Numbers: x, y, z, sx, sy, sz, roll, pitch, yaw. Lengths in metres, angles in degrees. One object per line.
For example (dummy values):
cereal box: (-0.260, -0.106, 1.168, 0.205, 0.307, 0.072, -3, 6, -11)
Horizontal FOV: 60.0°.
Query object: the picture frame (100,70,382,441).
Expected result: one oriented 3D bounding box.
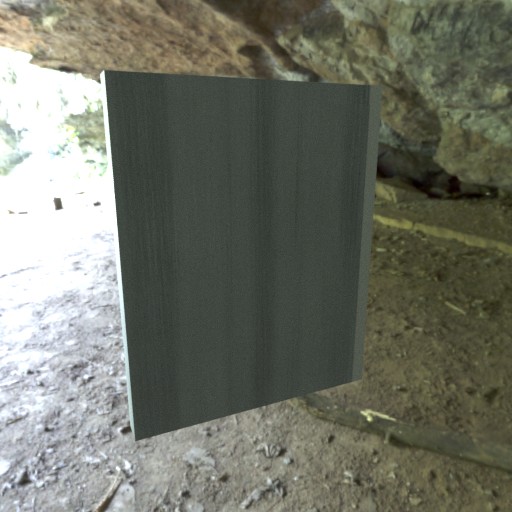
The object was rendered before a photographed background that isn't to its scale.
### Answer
picture frame: (0.000, 0.000, 0.750, 0.449, 0.555, 0.046, -7, 17, -24)
